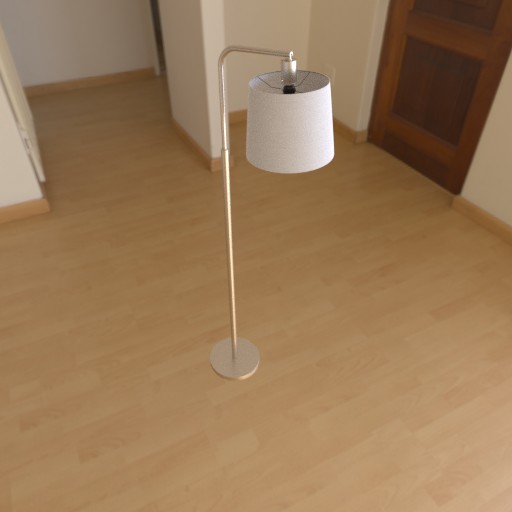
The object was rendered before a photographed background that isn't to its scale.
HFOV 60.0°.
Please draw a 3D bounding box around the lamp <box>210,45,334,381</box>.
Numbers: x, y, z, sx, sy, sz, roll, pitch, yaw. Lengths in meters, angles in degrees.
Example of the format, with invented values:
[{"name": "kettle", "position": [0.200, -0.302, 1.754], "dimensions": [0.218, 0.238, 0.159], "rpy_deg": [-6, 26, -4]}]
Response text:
[{"name": "lamp", "position": [0.000, 0.000, 1.658], "dimensions": [0.508, 1.478, 0.254], "rpy_deg": [26, 47, 28]}]
